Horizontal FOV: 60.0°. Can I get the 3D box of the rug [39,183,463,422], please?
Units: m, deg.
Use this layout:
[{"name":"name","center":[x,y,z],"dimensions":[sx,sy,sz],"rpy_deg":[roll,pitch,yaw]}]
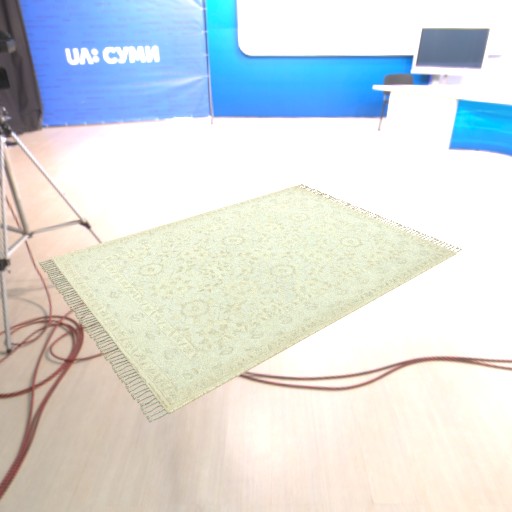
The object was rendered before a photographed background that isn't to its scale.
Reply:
[{"name":"rug","center":[0.000,0.000,2.240],"dimensions":[1.771,0.015,1.223],"rpy_deg":[-21,36,-32]}]
